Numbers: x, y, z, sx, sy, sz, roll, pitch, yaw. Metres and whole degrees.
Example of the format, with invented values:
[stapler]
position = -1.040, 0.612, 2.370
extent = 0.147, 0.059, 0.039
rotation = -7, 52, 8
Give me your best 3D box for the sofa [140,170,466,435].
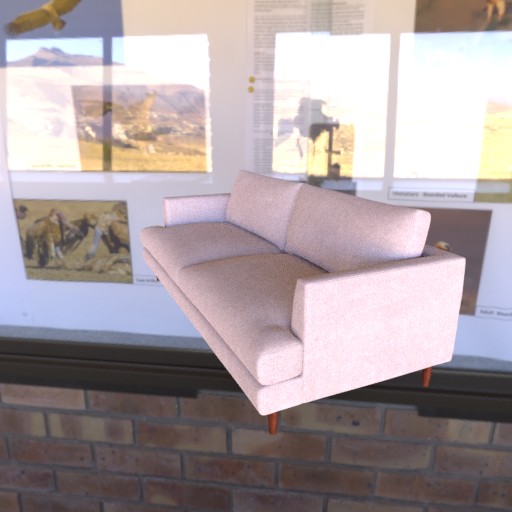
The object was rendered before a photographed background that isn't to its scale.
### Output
[sofa]
position = 0.000, 0.000, 2.765
extent = 1.020, 0.868, 2.250
rotation = -7, 18, -24
